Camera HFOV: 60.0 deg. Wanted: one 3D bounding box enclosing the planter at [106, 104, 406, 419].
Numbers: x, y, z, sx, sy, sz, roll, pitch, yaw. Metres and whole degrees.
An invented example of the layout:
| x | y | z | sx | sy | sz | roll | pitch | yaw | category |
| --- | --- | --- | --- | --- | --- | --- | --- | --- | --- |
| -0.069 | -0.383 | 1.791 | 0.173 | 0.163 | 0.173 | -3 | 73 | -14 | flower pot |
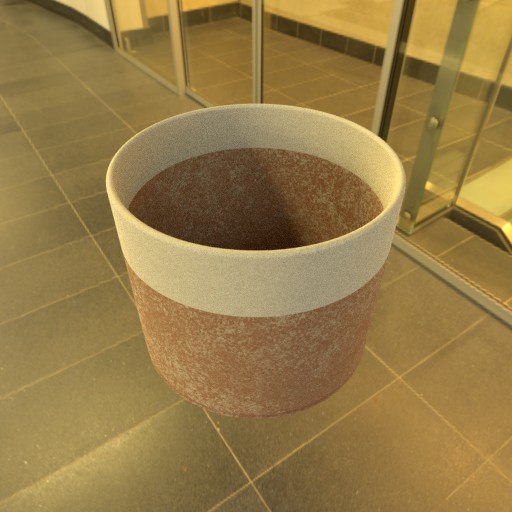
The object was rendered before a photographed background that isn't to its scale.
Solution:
| x | y | z | sx | sy | sz | roll | pitch | yaw | category |
| --- | --- | --- | --- | --- | --- | --- | --- | --- | --- |
| 0.000 | 0.000 | 0.285 | 0.159 | 0.138 | 0.159 | 0 | 41 | 0 | planter |
